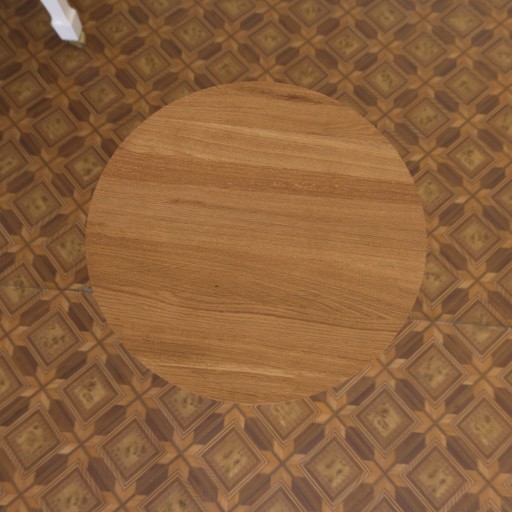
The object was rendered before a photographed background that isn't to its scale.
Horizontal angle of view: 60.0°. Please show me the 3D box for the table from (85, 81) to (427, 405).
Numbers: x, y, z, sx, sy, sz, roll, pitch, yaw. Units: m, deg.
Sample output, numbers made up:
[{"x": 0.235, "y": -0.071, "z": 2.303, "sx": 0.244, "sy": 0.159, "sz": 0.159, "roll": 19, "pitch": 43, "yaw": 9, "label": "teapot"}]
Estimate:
[{"x": 0.000, "y": 0.000, "z": 1.673, "sx": 1.038, "sy": 0.666, "sz": 1.038, "roll": 0, "pitch": 74, "yaw": 0, "label": "table"}]
